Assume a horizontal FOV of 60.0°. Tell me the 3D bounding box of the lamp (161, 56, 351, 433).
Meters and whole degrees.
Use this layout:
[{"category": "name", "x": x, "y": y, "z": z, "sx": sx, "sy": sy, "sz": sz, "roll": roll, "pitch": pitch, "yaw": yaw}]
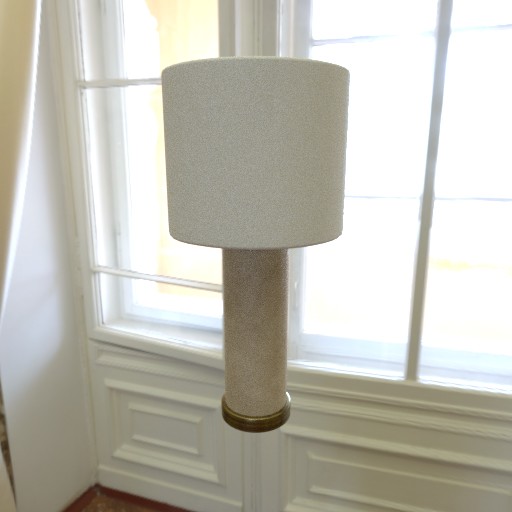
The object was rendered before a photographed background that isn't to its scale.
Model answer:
[{"category": "lamp", "x": 0.000, "y": 0.000, "z": 0.801, "sx": 0.305, "sy": 0.634, "sz": 0.305, "roll": -7, "pitch": 16, "yaw": -26}]
